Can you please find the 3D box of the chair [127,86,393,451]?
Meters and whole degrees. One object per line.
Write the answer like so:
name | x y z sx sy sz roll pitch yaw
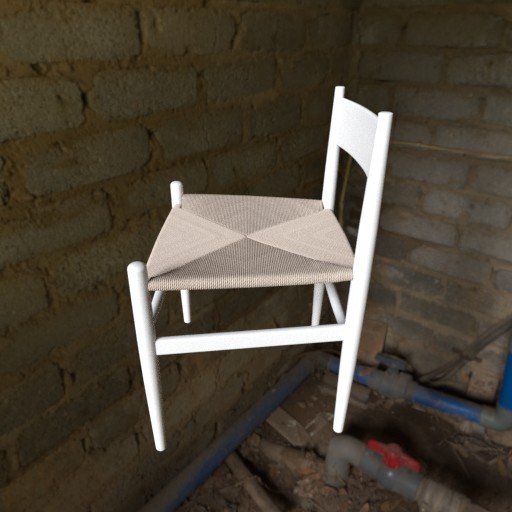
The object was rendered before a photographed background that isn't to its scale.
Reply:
chair | 0.000 0.000 1.120 0.495 0.762 0.556 0 27 -1
